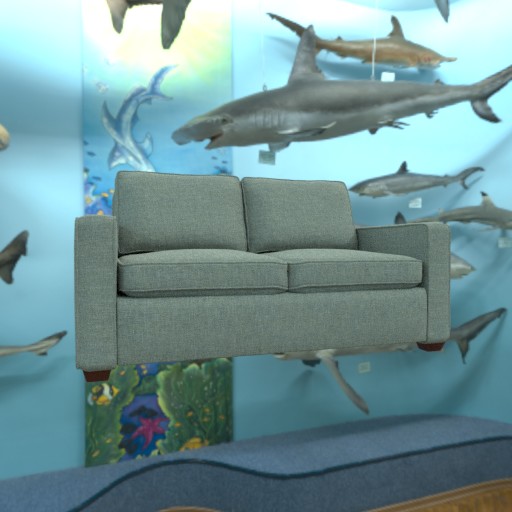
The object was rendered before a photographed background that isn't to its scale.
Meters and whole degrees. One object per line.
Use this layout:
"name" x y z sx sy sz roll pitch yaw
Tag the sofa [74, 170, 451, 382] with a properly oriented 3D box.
"sofa" 0.000 0.000 2.291 1.706 0.915 0.945 0 1 -18
